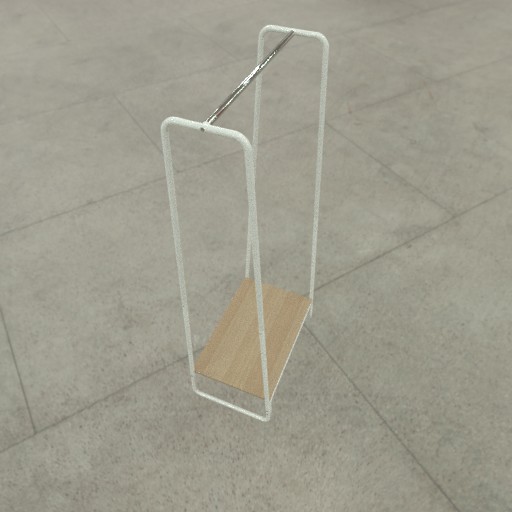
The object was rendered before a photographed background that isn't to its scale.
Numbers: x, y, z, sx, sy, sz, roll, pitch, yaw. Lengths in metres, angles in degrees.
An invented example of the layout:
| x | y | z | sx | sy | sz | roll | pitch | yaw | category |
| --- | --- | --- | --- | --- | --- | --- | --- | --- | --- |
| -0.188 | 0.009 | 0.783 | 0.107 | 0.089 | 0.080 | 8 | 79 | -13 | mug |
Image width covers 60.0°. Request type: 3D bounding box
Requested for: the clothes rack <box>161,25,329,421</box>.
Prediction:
| x | y | z | sx | sy | sz | roll | pitch | yaw | category |
| --- | --- | --- | --- | --- | --- | --- | --- | --- | --- |
| 0.000 | 0.000 | 1.759 | 0.400 | 1.500 | 0.640 | 17 | 49 | 15 | clothes rack |
